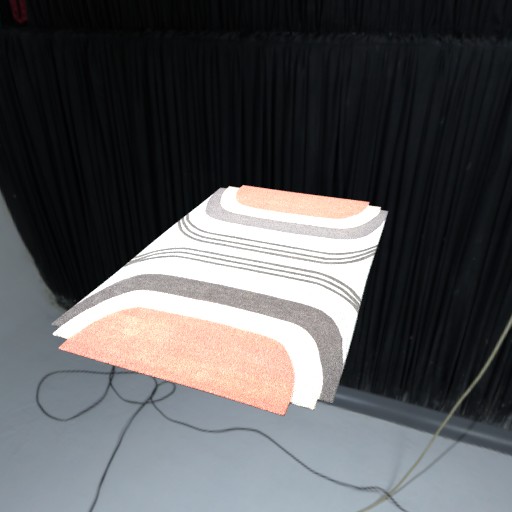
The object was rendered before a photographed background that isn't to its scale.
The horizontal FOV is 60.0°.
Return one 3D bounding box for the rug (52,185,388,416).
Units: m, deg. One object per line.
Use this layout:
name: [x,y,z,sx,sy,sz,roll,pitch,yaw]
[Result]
rug: [0.000,0.000,3.022,1.530,0.017,2.446,11,31,18]
